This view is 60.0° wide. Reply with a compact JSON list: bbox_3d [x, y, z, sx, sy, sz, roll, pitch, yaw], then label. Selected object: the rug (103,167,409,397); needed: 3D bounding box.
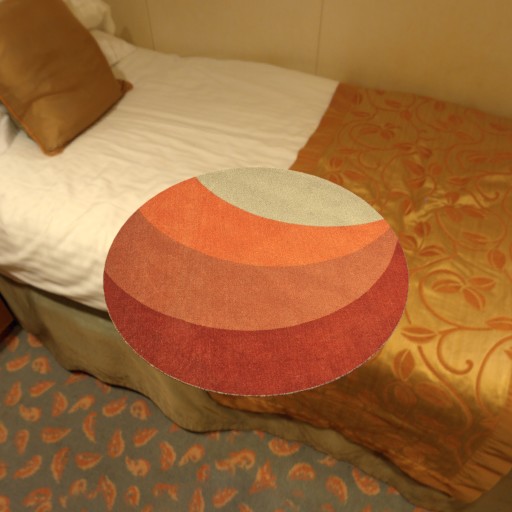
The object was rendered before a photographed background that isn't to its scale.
[{"bbox_3d":[0.000,0.000,2.252,1.514,0.015,1.514,0,47,0],"label":"rug"}]
